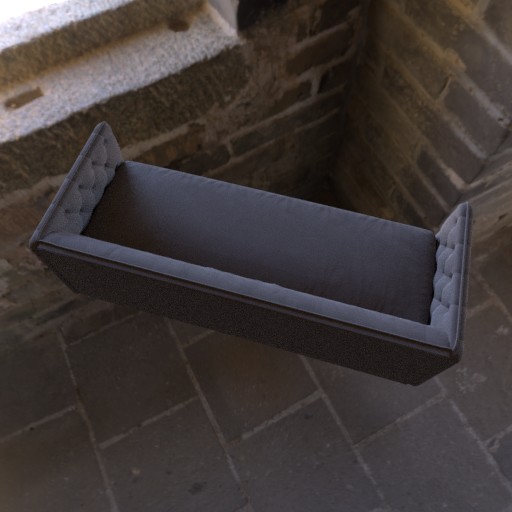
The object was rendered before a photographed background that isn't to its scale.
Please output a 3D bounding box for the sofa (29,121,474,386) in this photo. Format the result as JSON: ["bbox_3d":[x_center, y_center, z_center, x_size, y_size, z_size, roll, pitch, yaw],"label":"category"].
[{"bbox_3d":[0.000,0.000,2.619,2.209,0.771,0.895,14,64,7],"label":"sofa"}]
